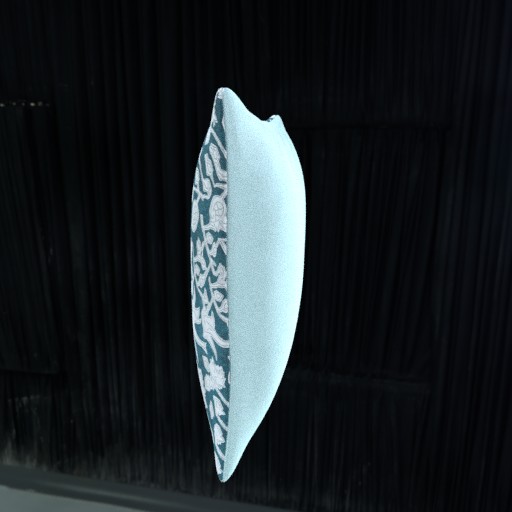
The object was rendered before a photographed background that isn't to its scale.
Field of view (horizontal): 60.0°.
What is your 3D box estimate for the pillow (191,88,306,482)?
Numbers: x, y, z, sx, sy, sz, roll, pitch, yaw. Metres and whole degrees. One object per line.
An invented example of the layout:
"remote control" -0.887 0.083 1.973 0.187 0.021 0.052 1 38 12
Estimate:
"pillow" 0.000 0.000 0.789 0.166 0.508 0.525 2 15 9
